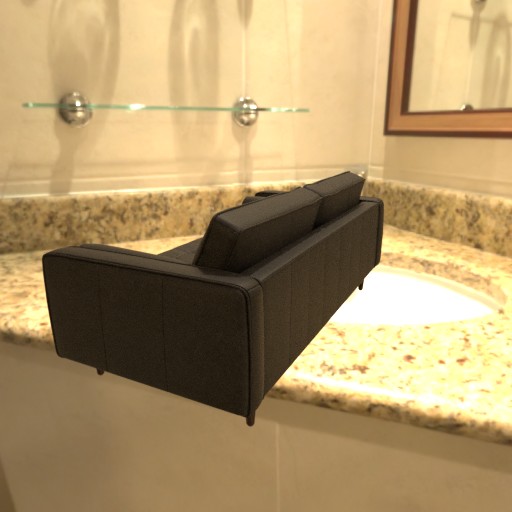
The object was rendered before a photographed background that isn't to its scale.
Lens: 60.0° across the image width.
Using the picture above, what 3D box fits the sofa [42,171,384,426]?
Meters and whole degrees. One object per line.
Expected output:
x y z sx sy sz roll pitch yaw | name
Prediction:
0.000 0.000 2.308 0.921 0.770 1.879 8 18 26 | sofa
